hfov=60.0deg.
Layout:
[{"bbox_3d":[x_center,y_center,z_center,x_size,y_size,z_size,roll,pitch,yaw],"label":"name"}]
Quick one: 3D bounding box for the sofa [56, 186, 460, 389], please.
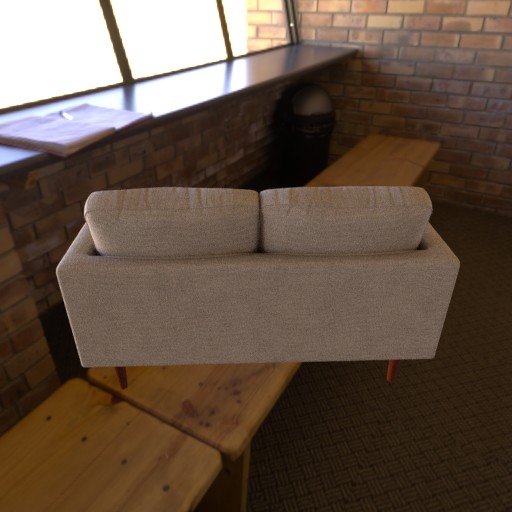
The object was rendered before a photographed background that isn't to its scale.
[{"bbox_3d":[0.000,0.000,2.170,1.582,0.944,0.903,-1,31,-2],"label":"sofa"}]
